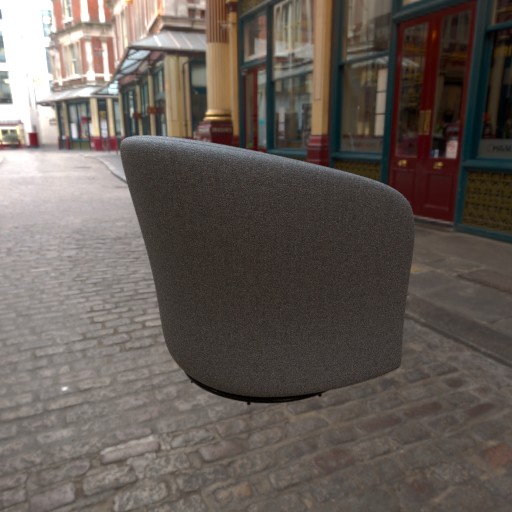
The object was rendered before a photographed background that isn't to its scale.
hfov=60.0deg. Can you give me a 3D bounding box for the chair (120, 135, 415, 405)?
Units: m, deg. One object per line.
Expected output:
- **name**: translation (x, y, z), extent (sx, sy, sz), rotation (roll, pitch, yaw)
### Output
- **chair**: translation (0.000, 0.000, 1.479), extent (0.815, 0.771, 0.791), rotation (-7, 16, -25)
